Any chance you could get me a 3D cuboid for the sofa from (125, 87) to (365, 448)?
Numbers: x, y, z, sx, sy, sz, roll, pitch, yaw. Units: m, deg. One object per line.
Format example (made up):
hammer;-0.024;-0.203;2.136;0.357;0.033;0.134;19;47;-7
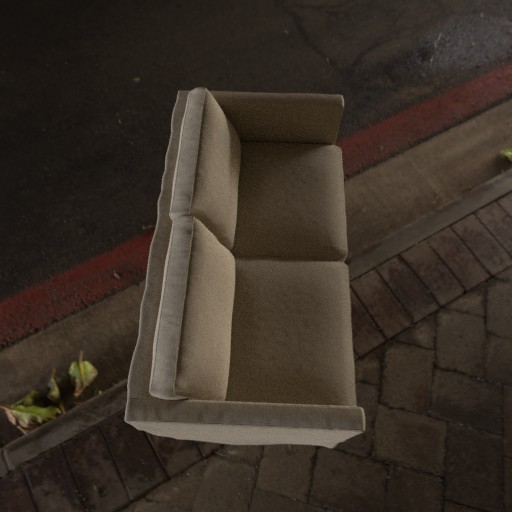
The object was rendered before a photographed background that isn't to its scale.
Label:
sofa;0.000;0.000;2.305;0.956;0.828;1.766;2;63;1
